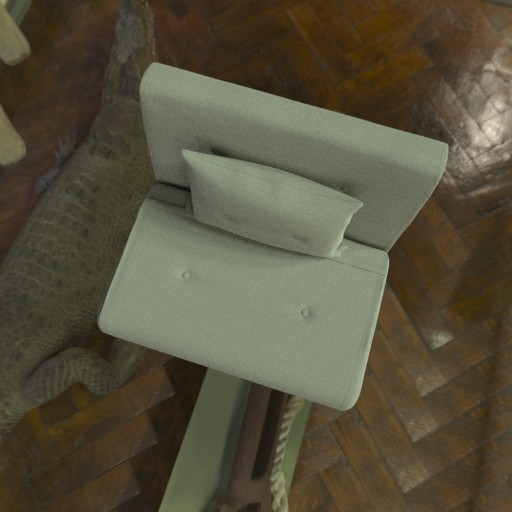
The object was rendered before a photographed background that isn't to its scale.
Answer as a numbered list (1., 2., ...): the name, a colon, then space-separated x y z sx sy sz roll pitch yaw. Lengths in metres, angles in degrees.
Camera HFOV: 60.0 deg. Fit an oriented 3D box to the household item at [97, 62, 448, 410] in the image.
1. household item: 0.000 0.000 1.651 1.000 0.800 0.874 17 77 4
